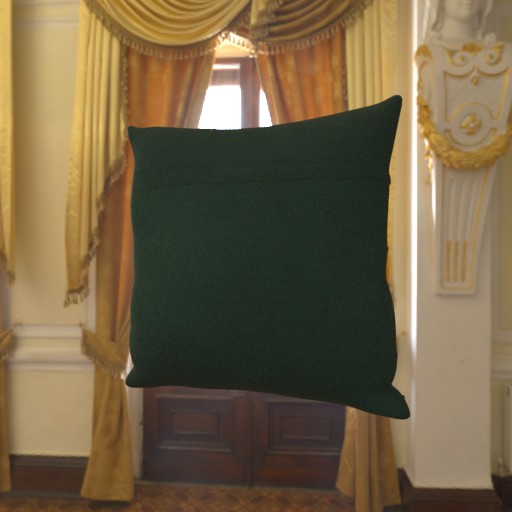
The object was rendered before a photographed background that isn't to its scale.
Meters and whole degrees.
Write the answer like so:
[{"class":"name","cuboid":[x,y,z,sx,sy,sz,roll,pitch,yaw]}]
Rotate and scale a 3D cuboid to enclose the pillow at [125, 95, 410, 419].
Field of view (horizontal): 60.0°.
[{"class":"pillow","cuboid":[0.000,0.000,0.668,0.439,0.440,0.184,0,0,17]}]
